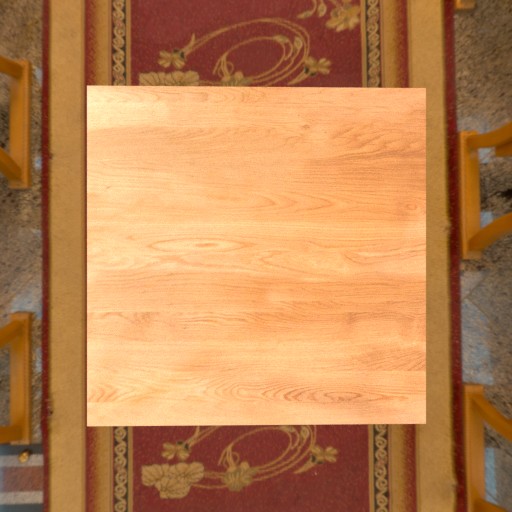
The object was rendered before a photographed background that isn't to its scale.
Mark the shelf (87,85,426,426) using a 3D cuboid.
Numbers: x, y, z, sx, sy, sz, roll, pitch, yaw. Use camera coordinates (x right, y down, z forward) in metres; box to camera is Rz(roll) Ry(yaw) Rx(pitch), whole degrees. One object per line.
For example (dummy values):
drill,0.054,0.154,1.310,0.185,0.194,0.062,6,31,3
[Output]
shelf,0.000,0.000,1.415,0.899,0.480,0.899,0,90,-1
